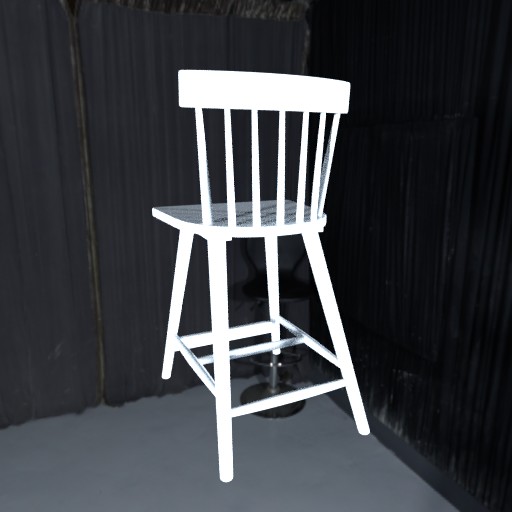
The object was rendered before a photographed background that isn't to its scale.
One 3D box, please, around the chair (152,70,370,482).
[{"bbox_3d":[0.000,0.000,1.288,0.483,0.952,0.572,-7,15,-25],"label":"chair"}]
